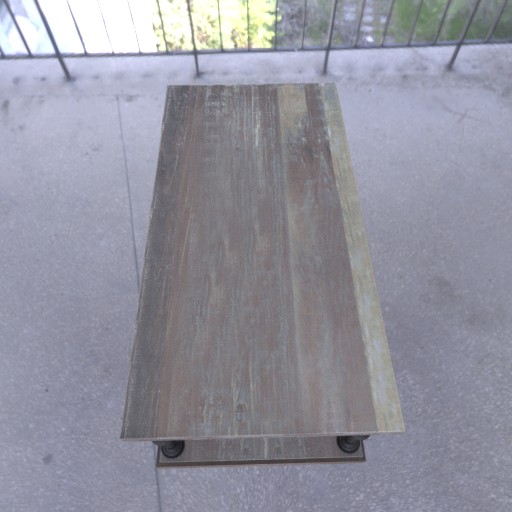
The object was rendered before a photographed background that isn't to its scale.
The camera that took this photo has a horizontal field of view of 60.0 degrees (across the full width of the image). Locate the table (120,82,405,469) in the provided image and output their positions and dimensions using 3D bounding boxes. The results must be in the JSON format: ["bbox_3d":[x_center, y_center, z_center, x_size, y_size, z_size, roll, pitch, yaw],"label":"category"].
[{"bbox_3d":[0.000,0.000,1.323,0.554,0.399,1.088,-1,57,-1],"label":"table"}]
